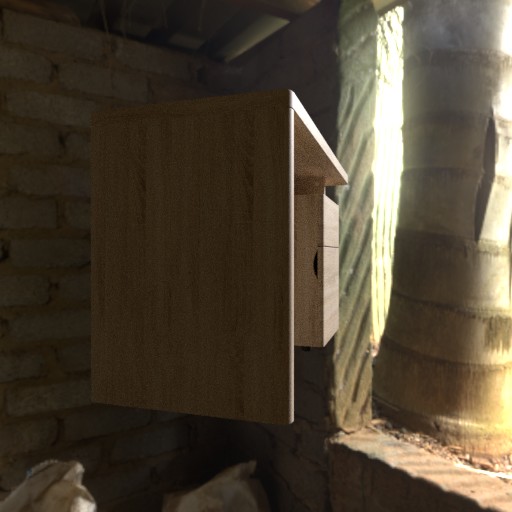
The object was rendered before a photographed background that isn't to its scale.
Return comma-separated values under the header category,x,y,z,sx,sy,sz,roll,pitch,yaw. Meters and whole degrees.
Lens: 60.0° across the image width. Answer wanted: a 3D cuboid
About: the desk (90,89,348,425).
category,x,y,z,sx,sy,sz,roll,pitch,yaw
desk,0.000,0.000,1.649,0.550,0.760,1.200,0,0,18
